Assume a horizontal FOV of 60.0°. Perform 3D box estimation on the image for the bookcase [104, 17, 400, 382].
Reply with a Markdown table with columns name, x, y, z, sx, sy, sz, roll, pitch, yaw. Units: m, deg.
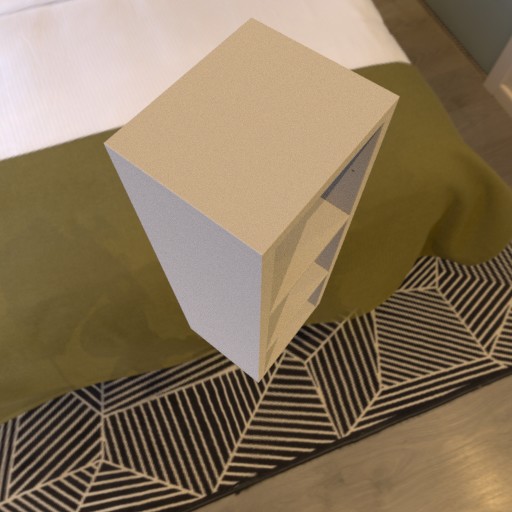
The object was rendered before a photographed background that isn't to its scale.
| name | x | y | z | sx | sy | sz | roll | pitch | yaw |
| --- | --- | --- | --- | --- | --- | --- | --- | --- | --- |
| bookcase | 0.000 | 0.000 | 1.236 | 0.330 | 1.080 | 0.390 | 35 | 70 | 15 |
